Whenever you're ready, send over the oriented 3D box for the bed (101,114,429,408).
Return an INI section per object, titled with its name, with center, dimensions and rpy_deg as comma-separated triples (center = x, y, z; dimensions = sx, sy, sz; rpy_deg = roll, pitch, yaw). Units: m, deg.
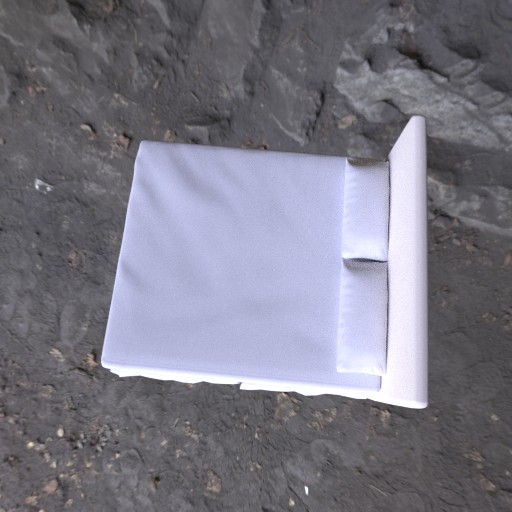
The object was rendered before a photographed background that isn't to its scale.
[bed]
center = 0.000, 0.000, 3.599
dimensions = 2.341, 1.317, 2.119
rpy_deg = 5, 75, 1
